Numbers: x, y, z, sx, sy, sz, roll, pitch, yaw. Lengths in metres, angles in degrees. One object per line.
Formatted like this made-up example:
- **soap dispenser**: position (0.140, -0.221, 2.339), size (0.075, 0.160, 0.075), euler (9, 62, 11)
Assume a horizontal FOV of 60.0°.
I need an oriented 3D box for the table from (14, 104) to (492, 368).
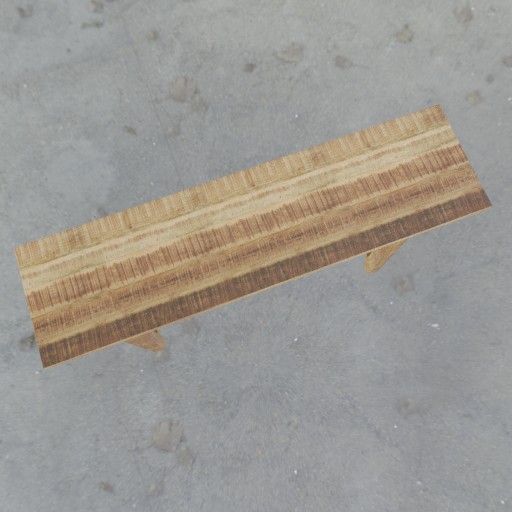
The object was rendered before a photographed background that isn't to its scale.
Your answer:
- **table**: position (0.000, 0.000, 1.848), size (1.524, 0.810, 0.405), euler (-20, 77, -5)
